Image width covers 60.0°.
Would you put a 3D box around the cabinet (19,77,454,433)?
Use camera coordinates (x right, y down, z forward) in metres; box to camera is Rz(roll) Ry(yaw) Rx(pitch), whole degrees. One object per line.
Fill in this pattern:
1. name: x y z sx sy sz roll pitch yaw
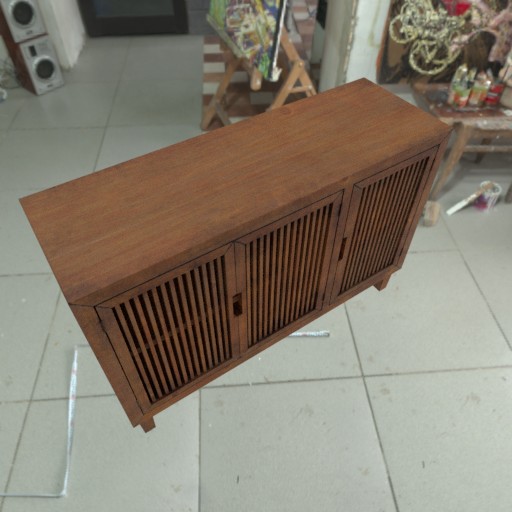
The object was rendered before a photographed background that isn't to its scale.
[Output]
1. cabinet: 0.000 0.000 1.552 1.204 0.805 0.403 -26 53 -22
